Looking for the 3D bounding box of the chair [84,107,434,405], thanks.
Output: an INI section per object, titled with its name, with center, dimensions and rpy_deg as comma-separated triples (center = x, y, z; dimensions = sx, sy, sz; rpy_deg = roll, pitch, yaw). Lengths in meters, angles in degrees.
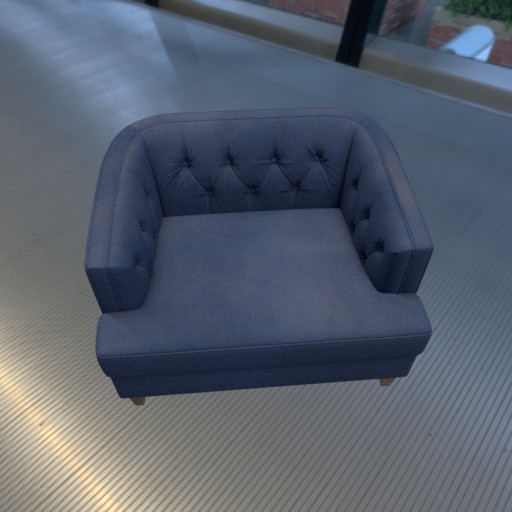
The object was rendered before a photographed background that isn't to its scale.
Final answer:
[chair]
center = 0.000, 0.000, 1.761
dimensions = 1.118, 0.787, 0.914
rpy_deg = -3, 46, -3
